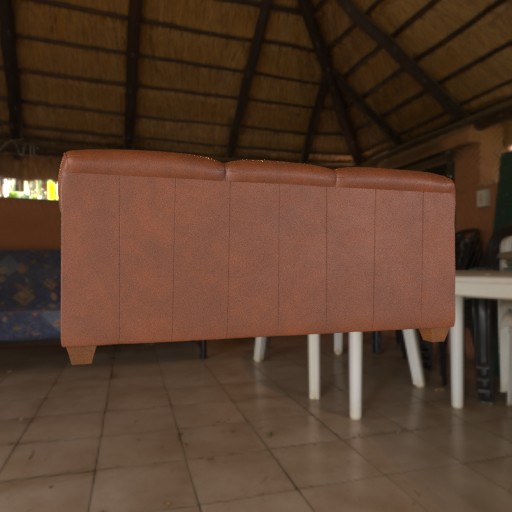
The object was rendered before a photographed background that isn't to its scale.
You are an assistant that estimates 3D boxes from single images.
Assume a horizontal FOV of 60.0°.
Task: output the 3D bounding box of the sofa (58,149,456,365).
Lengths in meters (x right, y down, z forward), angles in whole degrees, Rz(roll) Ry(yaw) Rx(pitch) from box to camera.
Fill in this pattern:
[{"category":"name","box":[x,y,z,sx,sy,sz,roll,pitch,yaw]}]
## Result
[{"category":"sofa","box":[0.000,0.000,2.598,2.039,0.953,1.008,0,-1,-17]}]
